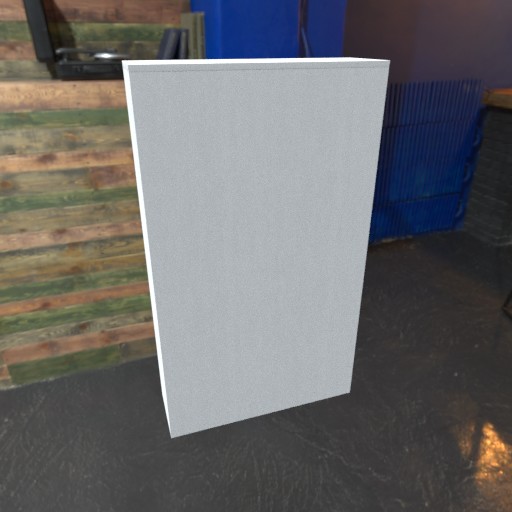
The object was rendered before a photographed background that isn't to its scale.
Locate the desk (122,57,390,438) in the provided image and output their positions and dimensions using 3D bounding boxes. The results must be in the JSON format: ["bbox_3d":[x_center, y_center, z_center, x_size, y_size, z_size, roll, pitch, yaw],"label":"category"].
[{"bbox_3d":[0.000,0.000,1.585,0.750,1.280,0.250,-8,27,-17],"label":"desk"}]
